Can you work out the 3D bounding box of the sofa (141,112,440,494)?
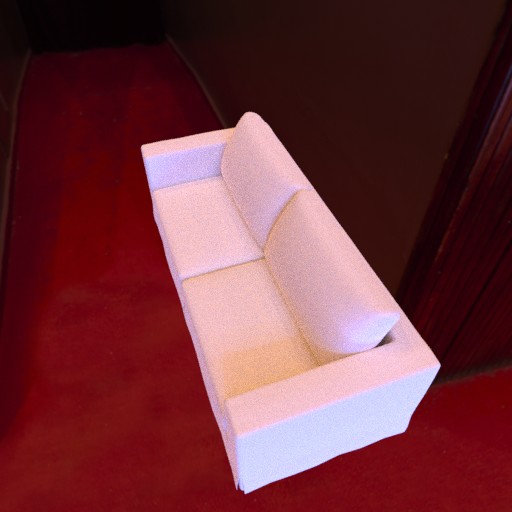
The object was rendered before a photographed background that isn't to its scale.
[{"bbox_3d":[0.000,0.000,2.626,0.954,0.881,2.163,-15,48,-13],"label":"sofa"}]
